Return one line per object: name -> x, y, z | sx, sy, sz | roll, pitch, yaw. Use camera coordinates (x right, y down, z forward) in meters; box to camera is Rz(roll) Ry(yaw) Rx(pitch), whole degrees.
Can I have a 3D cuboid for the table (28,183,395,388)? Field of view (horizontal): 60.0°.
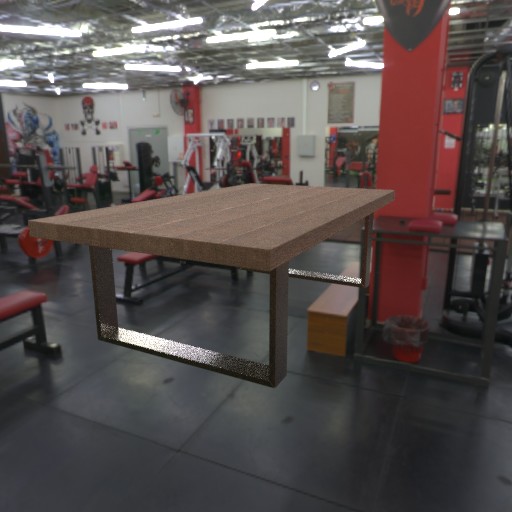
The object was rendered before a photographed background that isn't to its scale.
table -> 0.000, 0.000, 1.793 | 0.800, 0.440, 1.400 | 7, 16, 27
